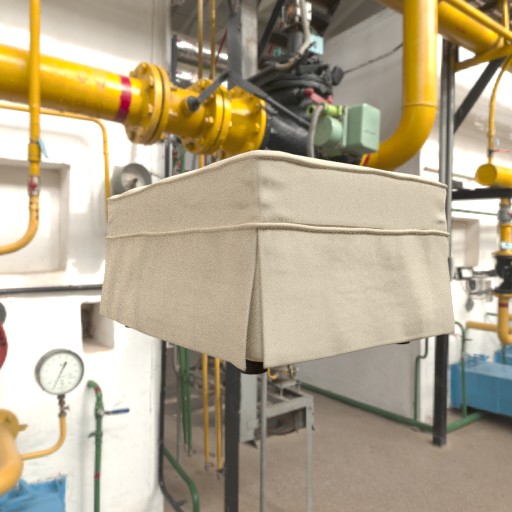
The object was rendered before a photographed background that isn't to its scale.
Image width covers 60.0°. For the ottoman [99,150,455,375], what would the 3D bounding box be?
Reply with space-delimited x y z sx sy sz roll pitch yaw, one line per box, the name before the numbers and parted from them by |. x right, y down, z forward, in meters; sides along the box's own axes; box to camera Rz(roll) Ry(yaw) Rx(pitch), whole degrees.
ottoman | 0.000 0.000 1.358 0.703 0.479 0.944 0 1 -36
